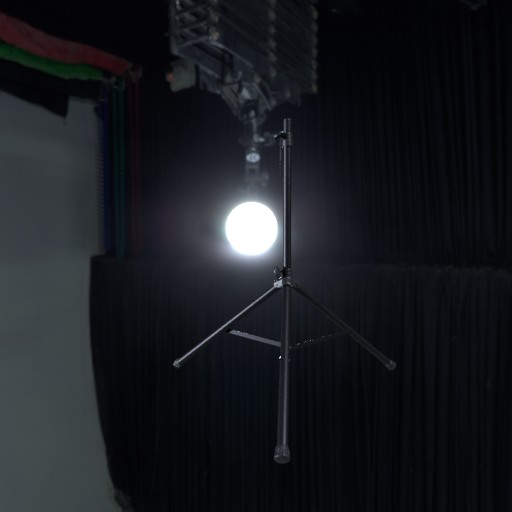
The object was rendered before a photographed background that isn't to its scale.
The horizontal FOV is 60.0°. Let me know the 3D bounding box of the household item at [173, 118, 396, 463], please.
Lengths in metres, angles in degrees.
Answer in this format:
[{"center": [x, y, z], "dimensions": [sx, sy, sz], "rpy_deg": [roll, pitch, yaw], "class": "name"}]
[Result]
[{"center": [0.000, 0.000, 2.735], "dimensions": [1.339, 1.595, 1.596], "rpy_deg": [1, 2, 34], "class": "household item"}]
